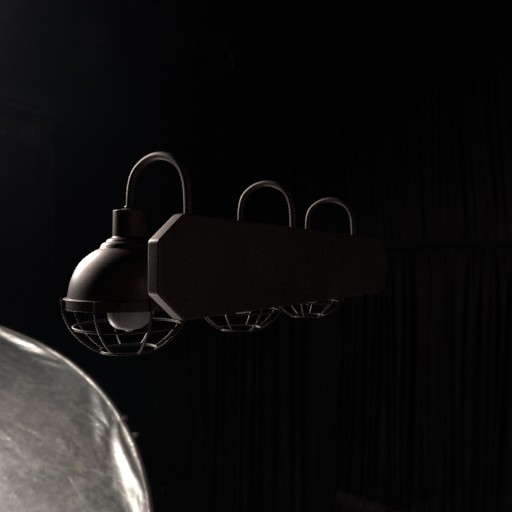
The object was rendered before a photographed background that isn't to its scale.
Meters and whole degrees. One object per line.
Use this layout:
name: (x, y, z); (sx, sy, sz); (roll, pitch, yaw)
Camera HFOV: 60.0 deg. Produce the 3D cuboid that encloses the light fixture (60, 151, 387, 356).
light fixture: (0.000, 0.000, 0.757); (0.229, 0.254, 0.634); (-1, -1, 36)
